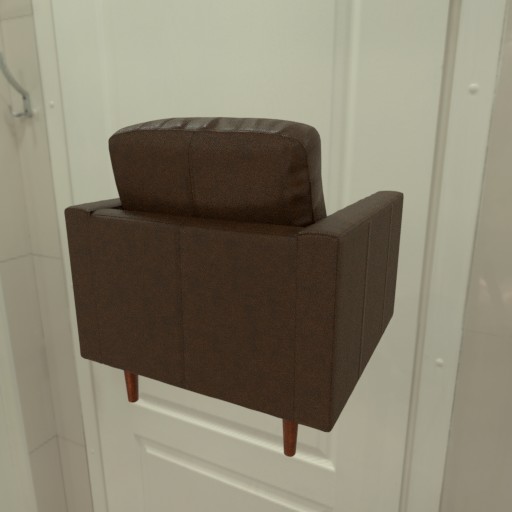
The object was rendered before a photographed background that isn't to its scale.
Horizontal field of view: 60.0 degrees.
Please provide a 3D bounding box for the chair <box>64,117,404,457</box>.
[{"bbox_3d":[0.000,0.000,1.630,0.890,0.956,0.909,8,17,26],"label":"chair"}]
